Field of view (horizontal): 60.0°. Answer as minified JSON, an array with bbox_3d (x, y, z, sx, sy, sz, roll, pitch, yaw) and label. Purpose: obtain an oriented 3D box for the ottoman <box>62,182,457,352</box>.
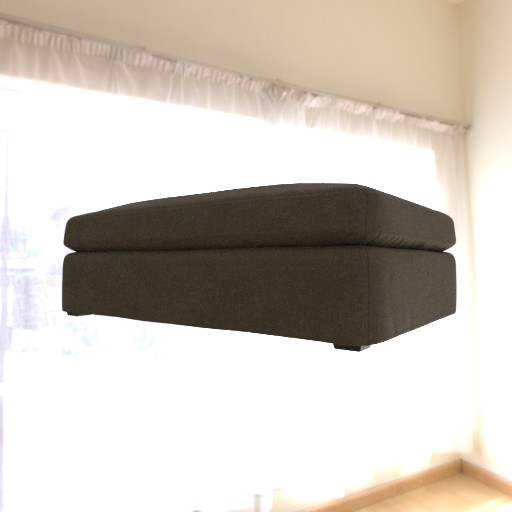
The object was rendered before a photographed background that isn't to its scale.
[{"bbox_3d":[0.000,0.000,1.591,1.199,0.429,0.840,-1,-1,36],"label":"ottoman"}]
